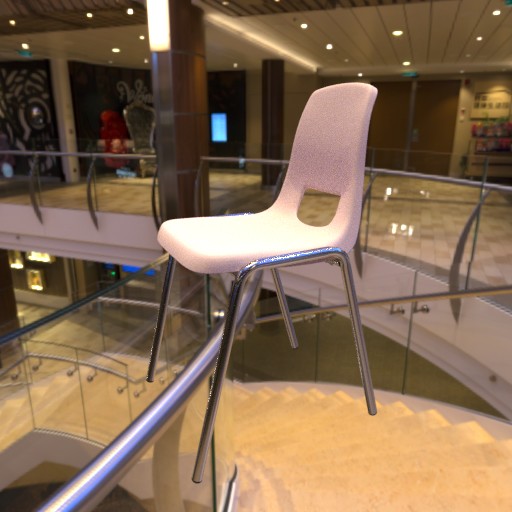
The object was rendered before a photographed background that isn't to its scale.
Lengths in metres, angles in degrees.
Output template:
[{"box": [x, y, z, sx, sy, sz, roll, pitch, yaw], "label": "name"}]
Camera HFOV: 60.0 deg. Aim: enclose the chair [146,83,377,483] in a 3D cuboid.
[{"box": [0.000, 0.000, 0.948, 0.436, 0.704, 0.381, -8, 19, -25], "label": "chair"}]
